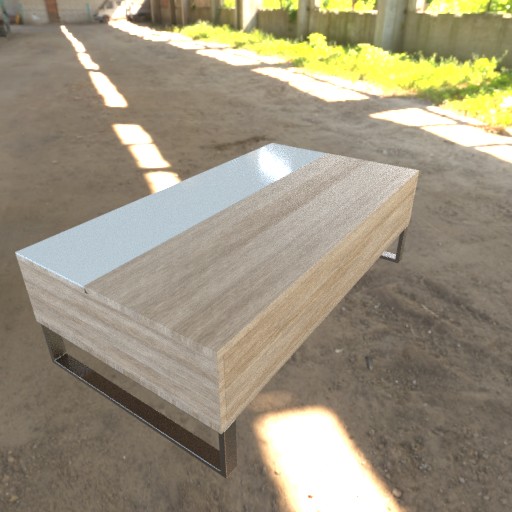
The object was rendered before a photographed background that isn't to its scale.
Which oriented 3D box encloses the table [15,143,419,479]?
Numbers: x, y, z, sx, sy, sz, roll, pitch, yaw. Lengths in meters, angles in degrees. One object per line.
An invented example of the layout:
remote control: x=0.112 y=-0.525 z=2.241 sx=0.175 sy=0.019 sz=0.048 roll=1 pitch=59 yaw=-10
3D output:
table: x=0.000 y=0.000 z=1.360 sx=0.600 sy=0.350 sz=1.100 roll=19 pitch=35 yaw=29
